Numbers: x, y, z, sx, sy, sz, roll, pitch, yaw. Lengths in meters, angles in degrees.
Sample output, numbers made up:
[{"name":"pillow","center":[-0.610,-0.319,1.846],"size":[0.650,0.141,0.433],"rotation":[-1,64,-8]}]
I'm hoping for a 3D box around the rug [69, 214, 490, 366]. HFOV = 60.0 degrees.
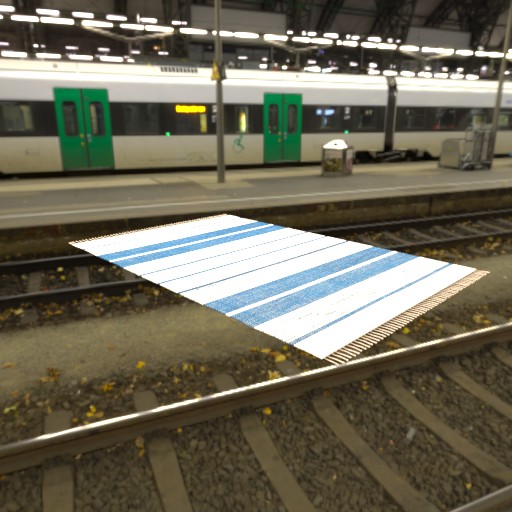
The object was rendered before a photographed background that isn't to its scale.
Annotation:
[{"name":"rug","center":[0.000,0.000,2.973],"size":[1.532,0.010,2.441],"rotation":[-16,23,-42]}]
